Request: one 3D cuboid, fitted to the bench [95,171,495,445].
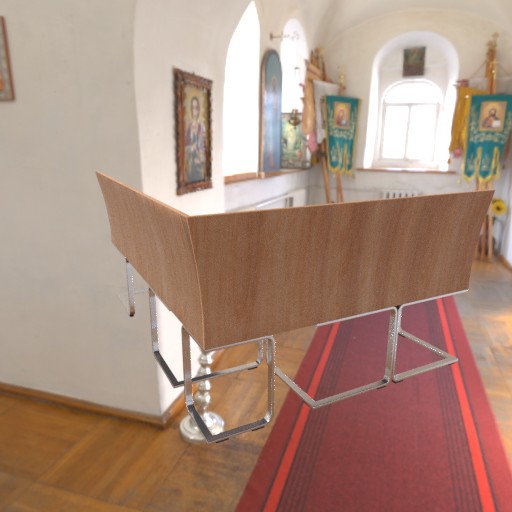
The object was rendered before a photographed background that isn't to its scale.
[{"bbox_3d":[0.000,0.000,2.681,1.495,0.930,1.945,-8,17,-26],"label":"bench"}]
